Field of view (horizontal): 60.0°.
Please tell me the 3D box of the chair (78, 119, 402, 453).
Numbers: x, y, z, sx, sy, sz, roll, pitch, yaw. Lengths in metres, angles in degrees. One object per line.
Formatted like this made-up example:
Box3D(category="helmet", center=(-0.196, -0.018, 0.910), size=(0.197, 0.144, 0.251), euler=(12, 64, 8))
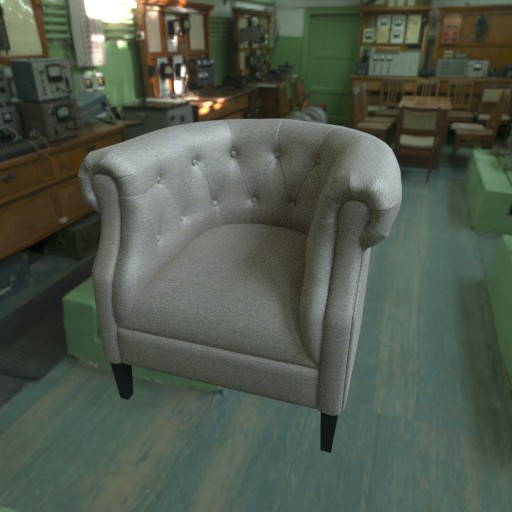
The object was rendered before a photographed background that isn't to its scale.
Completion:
Box3D(category="chair", center=(0.000, 0.000, 1.559), size=(0.905, 0.827, 0.852), euler=(8, 28, 16))
